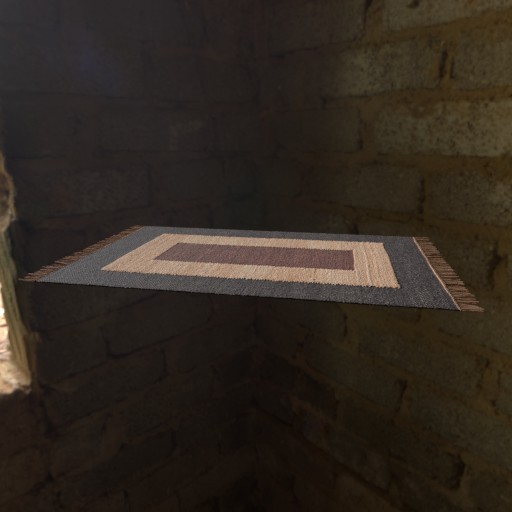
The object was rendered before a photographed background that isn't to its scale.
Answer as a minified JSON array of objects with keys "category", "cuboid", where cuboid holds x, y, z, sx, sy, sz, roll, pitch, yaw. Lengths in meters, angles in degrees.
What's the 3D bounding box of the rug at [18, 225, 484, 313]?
[{"category":"rug","cuboid":[0.000,0.000,2.434,2.021,0.027,1.224,3,16,10]}]
